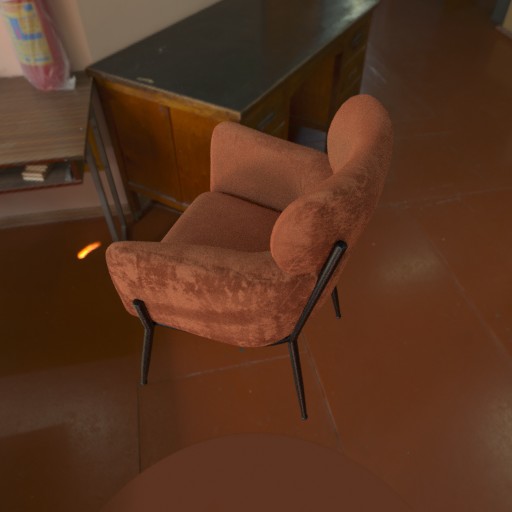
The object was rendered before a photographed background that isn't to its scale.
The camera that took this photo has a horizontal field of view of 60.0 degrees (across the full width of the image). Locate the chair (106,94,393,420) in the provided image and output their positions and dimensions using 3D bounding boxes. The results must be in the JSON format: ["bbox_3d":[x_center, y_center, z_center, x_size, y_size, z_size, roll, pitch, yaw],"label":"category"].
[{"bbox_3d":[0.000,0.000,1.122,0.523,0.772,0.561,16,49,15],"label":"chair"}]
